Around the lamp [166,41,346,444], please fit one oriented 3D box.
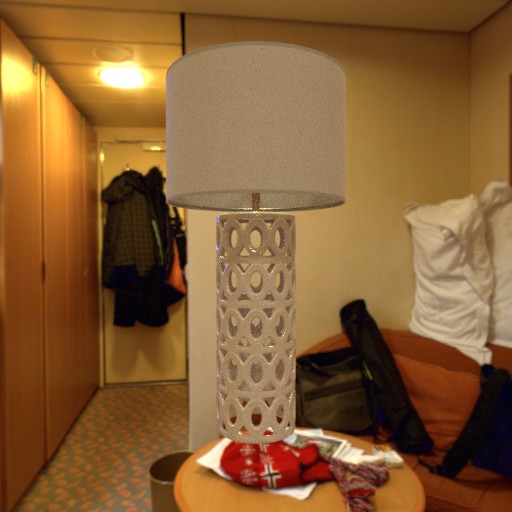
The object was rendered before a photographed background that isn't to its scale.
[{"bbox_3d":[0.000,0.000,0.819,0.324,0.636,0.325,0,1,35],"label":"lamp"}]
